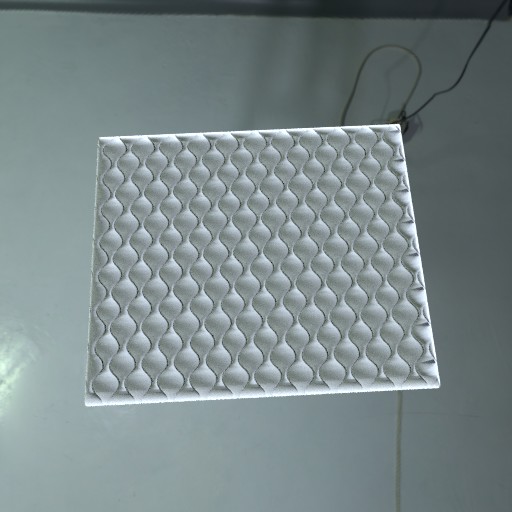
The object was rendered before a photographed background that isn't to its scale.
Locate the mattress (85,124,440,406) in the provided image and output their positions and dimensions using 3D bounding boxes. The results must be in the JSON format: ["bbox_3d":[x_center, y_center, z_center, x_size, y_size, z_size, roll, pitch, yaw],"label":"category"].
[{"bbox_3d":[0.000,0.000,2.631,1.900,0.200,1.600,-3,74,-1],"label":"mattress"}]
